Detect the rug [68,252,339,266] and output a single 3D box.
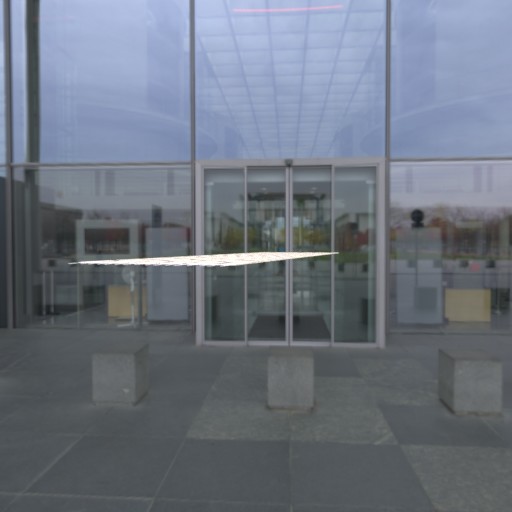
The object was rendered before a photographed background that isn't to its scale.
[{"bbox_3d":[0.000,0.000,2.725,0.660,0.005,2.464,1,2,19],"label":"rug"}]
